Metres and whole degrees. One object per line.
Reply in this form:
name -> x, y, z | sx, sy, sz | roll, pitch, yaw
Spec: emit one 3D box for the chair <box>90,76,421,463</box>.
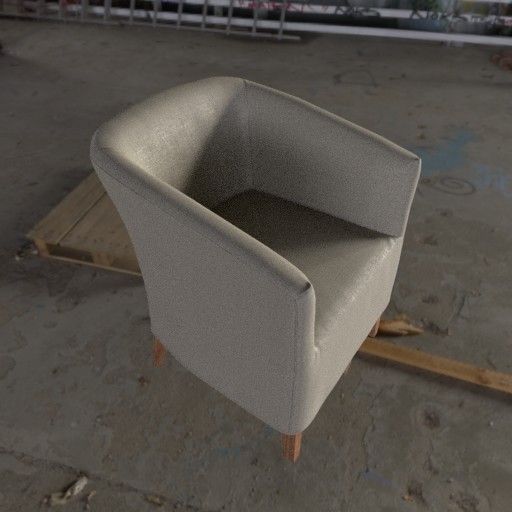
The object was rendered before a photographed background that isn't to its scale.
chair -> 0.000, 0.000, 1.246 | 0.668, 0.771, 0.600 | 25, 47, 26
